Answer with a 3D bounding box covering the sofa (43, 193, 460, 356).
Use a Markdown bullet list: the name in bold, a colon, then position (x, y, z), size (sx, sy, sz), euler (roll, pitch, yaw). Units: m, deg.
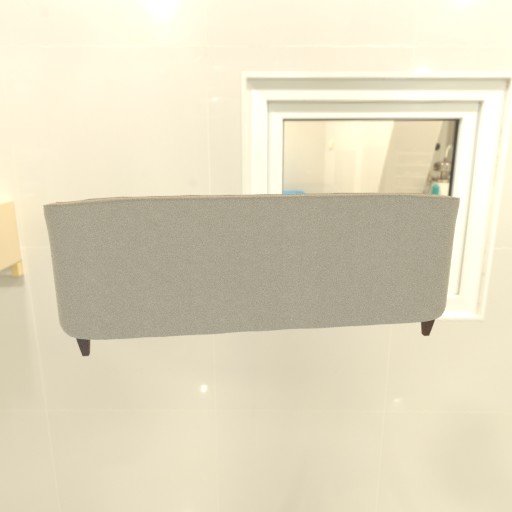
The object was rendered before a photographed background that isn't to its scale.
- **sofa**: position (0.000, 0.000, 2.747), size (2.278, 0.855, 0.941), euler (-2, 15, -7)
